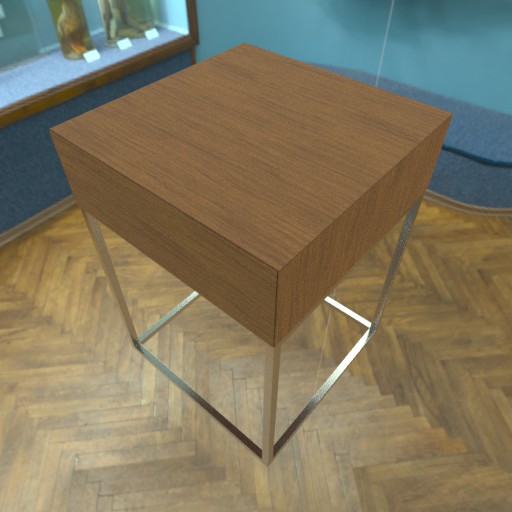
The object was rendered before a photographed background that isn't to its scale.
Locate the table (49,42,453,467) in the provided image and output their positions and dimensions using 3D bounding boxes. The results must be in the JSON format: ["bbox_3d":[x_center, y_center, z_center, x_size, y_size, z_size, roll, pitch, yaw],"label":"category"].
[{"bbox_3d":[0.000,0.000,0.808,0.397,0.540,0.398,32,54,27],"label":"table"}]
